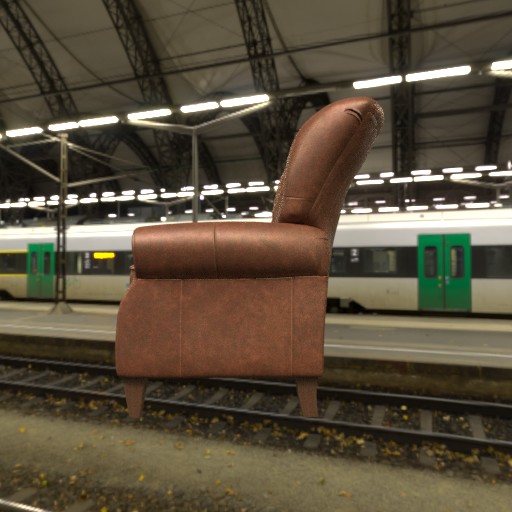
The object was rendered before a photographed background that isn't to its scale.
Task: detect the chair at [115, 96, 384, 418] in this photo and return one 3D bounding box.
[{"bbox_3d":[0.000,0.000,1.949,1.031,1.162,0.979,0,-1,-1],"label":"chair"}]
